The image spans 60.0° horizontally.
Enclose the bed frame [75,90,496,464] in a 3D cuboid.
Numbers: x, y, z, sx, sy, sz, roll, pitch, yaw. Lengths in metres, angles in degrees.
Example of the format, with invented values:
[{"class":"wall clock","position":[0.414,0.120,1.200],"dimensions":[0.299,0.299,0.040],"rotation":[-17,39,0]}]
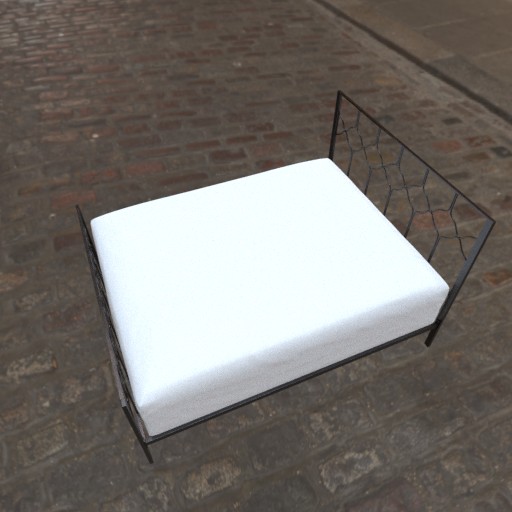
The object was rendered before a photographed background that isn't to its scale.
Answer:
[{"class":"bed frame","position":[0.000,0.000,2.995],"dimensions":[2.063,1.222,1.597],"rotation":[-17,49,-16]}]
